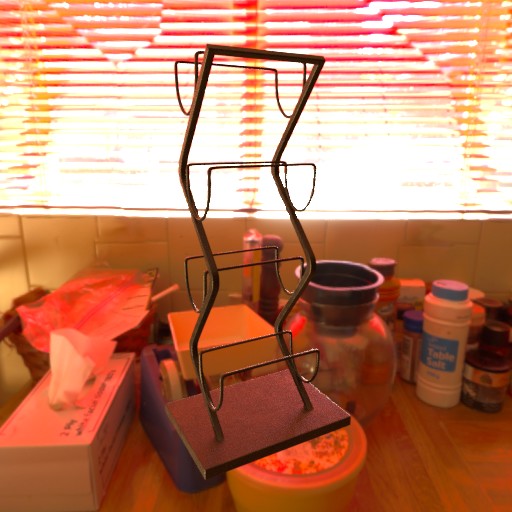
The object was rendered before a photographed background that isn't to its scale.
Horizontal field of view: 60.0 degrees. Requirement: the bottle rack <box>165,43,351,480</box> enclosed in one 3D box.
[{"bbox_3d":[0.000,0.000,0.666,0.254,0.559,0.178,-8,17,-27],"label":"bottle rack"}]
